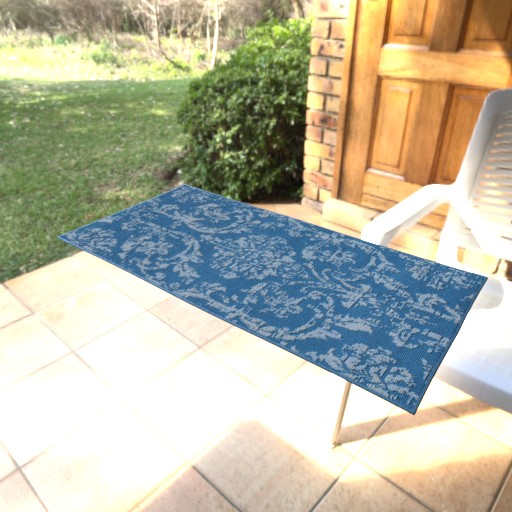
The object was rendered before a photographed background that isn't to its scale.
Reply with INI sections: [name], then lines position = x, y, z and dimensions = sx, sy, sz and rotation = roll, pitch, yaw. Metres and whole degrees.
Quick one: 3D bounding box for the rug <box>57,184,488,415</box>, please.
[rug]
position = 0.000, 0.000, 1.382
dimensions = 1.219, 0.007, 0.604
rotation = 21, 36, 31
